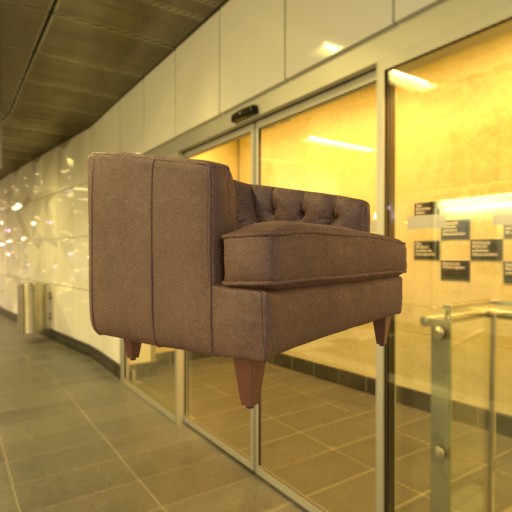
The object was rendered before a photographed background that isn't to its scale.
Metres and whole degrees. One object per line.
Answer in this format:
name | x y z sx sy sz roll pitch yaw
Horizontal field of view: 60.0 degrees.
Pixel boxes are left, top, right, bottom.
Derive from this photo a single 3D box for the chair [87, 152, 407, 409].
chair | 0.000 0.000 1.742 0.914 0.787 1.118 0 0 36
